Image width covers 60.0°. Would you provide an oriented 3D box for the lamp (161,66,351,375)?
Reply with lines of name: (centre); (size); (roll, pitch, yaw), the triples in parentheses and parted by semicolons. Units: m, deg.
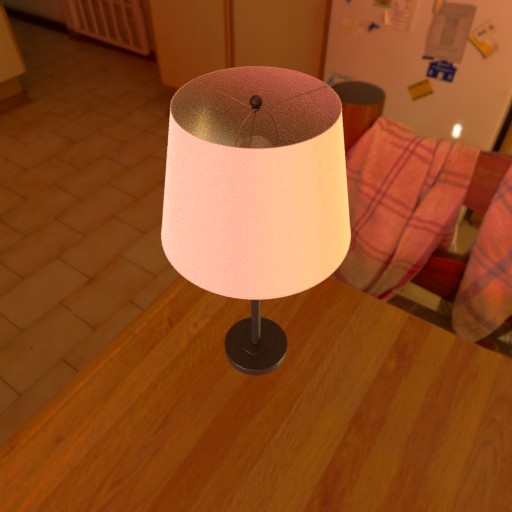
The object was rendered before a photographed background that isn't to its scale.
lamp: (0.000, 0.000, 0.919); (0.363, 0.696, 0.363); (0, 46, 0)
